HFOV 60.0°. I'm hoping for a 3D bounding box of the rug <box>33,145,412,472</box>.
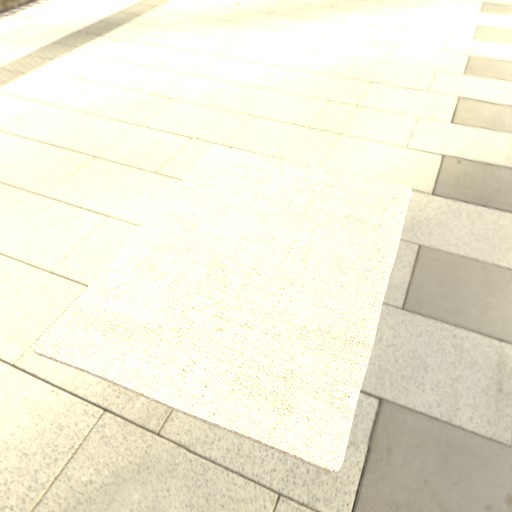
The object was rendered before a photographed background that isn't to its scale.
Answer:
[{"bbox_3d":[0.000,0.000,2.054,1.200,0.027,1.600,16,47,15],"label":"rug"}]
